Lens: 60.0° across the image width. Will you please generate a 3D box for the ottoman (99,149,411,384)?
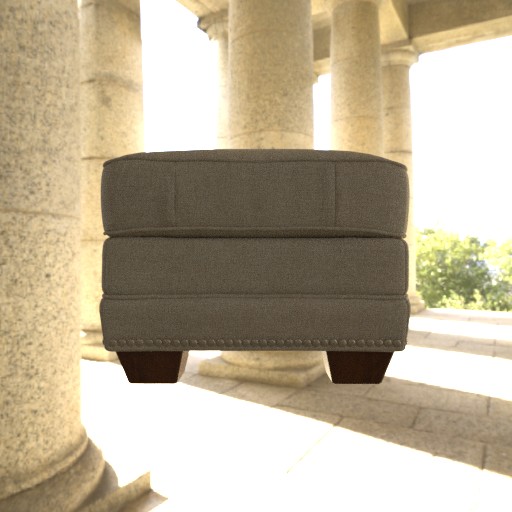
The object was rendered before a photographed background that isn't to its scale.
[{"bbox_3d":[0.000,0.000,1.146,0.559,0.458,0.813,0,0,0],"label":"ottoman"}]
